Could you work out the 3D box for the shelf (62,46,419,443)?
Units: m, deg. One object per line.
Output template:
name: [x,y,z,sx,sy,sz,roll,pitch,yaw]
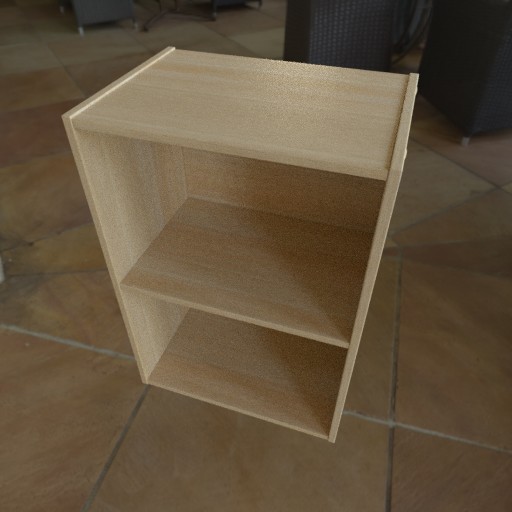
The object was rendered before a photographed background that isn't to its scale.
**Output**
shelf: [0.000,0.000,0.797,0.414,0.592,0.290,13,43,14]
